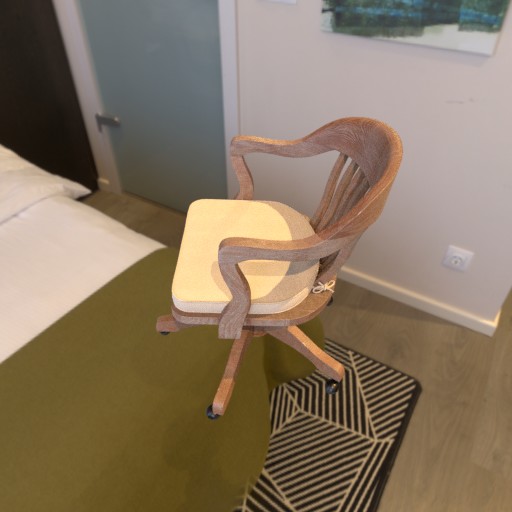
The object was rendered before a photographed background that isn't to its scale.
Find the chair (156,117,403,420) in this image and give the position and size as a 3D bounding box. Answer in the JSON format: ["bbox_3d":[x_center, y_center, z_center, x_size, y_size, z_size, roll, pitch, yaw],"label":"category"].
[{"bbox_3d":[0.000,0.000,1.505,0.788,0.878,0.750,0,41,0],"label":"chair"}]
